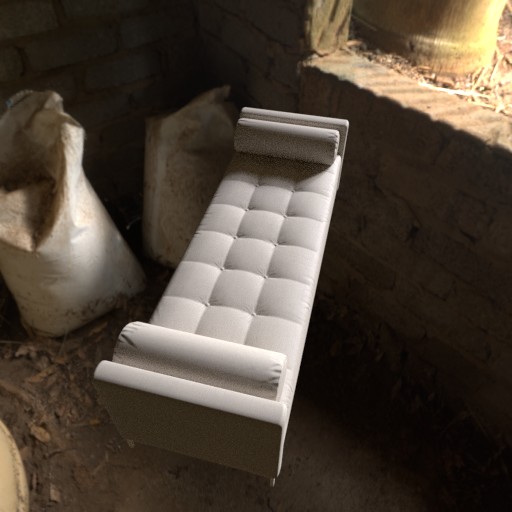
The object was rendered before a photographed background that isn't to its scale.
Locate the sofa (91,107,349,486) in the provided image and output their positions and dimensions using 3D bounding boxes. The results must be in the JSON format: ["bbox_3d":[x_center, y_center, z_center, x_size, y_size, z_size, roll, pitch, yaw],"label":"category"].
[{"bbox_3d":[0.000,0.000,2.339,0.686,0.635,1.981,10,47,10],"label":"sofa"}]
